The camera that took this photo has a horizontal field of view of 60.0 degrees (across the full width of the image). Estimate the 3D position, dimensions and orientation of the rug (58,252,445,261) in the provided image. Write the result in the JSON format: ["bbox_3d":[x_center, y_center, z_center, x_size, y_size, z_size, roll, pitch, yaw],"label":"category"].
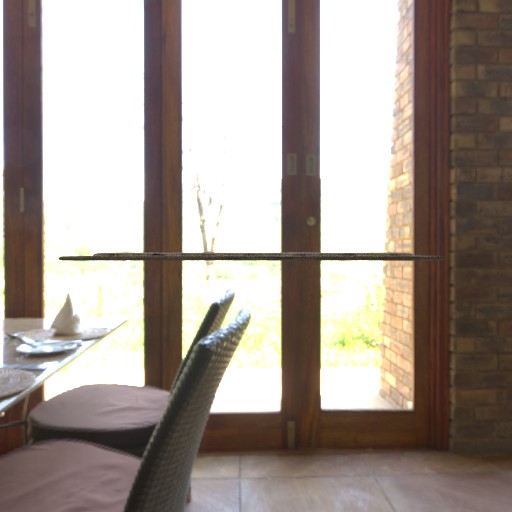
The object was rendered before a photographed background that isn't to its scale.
[{"bbox_3d":[0.000,0.000,2.297,1.222,0.030,1.823,0,0,1],"label":"rug"}]
